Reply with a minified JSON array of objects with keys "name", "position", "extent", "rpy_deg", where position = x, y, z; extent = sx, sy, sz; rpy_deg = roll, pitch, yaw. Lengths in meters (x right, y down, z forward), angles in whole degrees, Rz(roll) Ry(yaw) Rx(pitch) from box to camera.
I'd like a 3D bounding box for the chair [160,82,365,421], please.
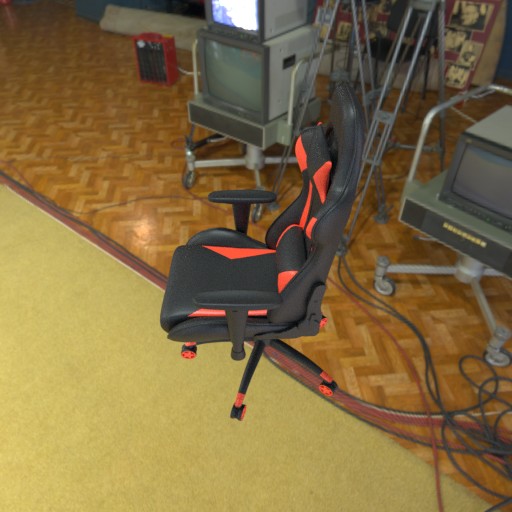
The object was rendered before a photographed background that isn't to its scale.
[{"name":"chair","position":[0.000,0.000,1.707],"extent":[0.730,1.282,0.695],"rpy_deg":[0,42,0]}]
